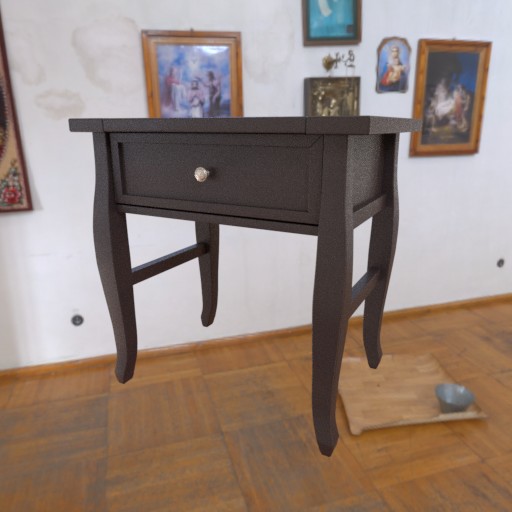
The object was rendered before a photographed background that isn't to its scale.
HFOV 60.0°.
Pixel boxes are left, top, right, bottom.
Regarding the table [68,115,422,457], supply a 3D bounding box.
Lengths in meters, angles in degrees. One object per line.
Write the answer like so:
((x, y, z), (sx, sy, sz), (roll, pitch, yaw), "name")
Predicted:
((0.000, 0.000, 1.023), (0.602, 0.605, 0.460), (9, 19, 27), "table")
